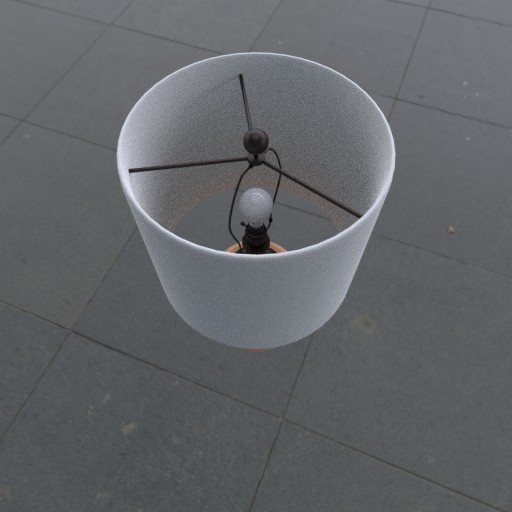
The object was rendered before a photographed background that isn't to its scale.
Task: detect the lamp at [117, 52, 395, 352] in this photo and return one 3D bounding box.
[{"bbox_3d":[0.000,0.000,0.761,0.329,0.570,0.329,0,60,0],"label":"lamp"}]
